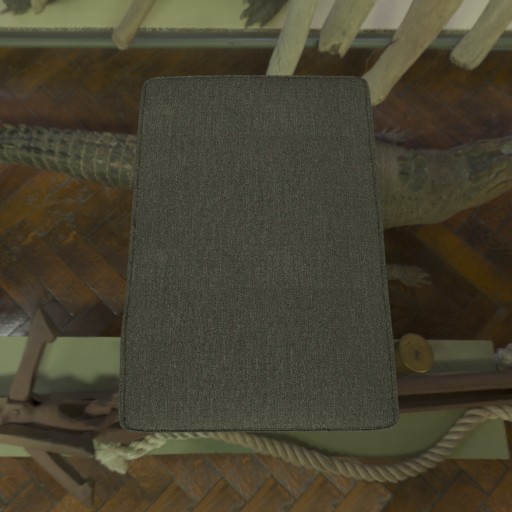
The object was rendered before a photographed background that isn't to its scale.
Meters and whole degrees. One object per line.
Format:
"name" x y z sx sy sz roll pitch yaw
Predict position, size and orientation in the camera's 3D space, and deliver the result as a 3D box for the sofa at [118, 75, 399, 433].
"sofa" 0.000 0.000 1.194 0.578 0.457 0.854 0 74 0
